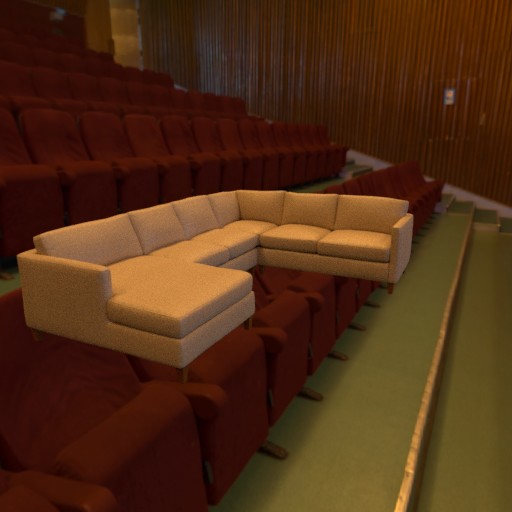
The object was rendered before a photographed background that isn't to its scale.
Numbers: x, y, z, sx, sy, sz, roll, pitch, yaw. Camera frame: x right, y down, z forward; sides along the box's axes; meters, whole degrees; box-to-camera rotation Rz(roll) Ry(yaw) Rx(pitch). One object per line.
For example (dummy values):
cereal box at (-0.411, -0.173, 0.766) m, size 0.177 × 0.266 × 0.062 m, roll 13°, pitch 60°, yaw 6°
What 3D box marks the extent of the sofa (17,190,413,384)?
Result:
sofa at (0.000, 0.000, 4.489) m, size 2.594 × 0.961 × 3.460 m, roll 7°, pitch 17°, yaw 26°
